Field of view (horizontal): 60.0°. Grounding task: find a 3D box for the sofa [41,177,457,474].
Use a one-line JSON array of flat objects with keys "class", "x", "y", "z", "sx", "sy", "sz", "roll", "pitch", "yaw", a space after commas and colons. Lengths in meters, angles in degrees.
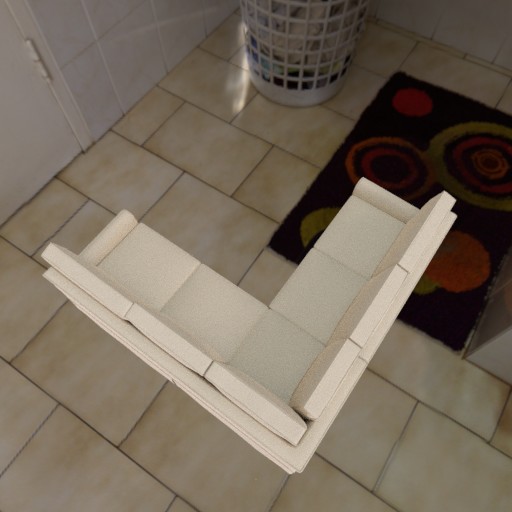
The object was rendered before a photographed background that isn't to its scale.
[{"class": "sofa", "x": 0.000, "y": 0.000, "z": 4.060, "sx": 2.597, "sy": 1.070, "sz": 2.591, "roll": 33, "pitch": 68, "yaw": 15}]
